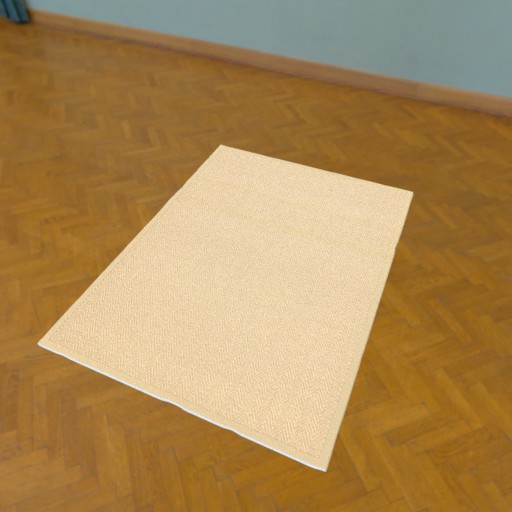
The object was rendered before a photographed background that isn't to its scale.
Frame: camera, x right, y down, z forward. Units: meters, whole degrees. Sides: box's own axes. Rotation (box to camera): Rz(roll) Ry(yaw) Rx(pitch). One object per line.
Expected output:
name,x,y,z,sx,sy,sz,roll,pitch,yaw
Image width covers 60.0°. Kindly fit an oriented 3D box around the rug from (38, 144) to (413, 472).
rug,0.000,0.000,4.798,2.734,0.037,3.659,18,48,16
